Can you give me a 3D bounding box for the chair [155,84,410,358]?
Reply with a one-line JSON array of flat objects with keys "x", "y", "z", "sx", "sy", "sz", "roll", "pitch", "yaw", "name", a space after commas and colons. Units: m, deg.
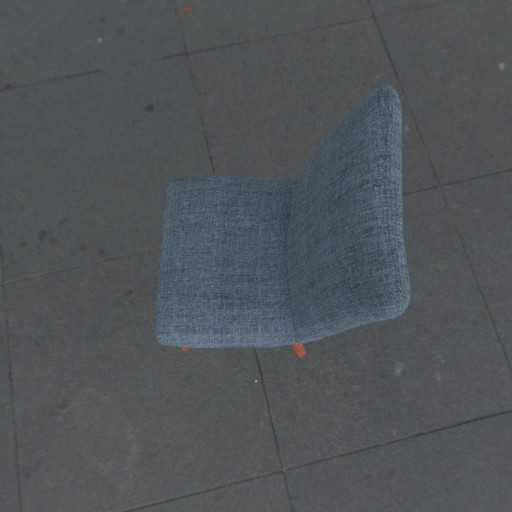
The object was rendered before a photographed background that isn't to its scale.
[{"x": 0.000, "y": 0.000, "z": 1.271, "sx": 0.563, "sy": 0.974, "sz": 0.522, "roll": 2, "pitch": 74, "yaw": 0, "name": "chair"}]
